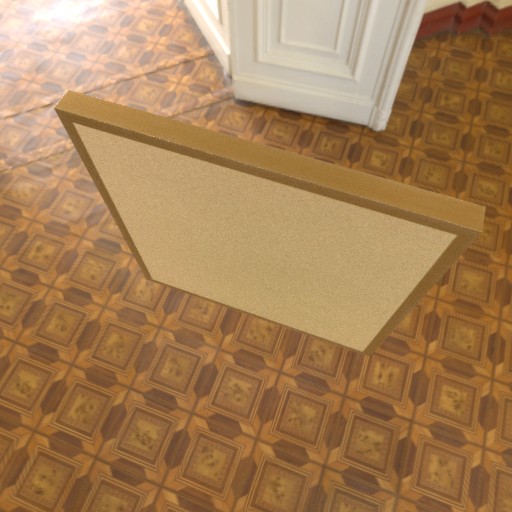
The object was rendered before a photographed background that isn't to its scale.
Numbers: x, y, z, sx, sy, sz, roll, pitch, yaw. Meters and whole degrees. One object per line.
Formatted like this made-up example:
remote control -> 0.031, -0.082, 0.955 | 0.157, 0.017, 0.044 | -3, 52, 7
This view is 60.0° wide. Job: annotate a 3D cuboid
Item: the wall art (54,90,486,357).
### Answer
wall art -> 0.000, 0.000, 0.731 | 0.510, 0.509, 0.033 | 18, 64, 9
